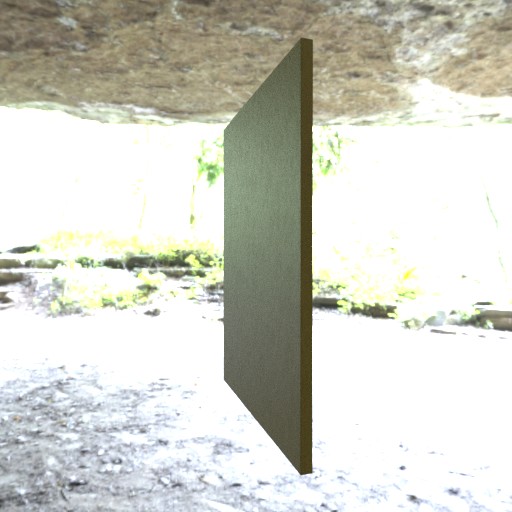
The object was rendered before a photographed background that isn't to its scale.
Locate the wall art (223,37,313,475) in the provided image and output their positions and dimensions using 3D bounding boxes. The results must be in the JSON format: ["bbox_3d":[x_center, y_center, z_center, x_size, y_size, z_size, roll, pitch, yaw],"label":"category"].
[{"bbox_3d":[0.000,0.000,1.400,0.030,1.002,0.798,0,1,-17],"label":"wall art"}]
